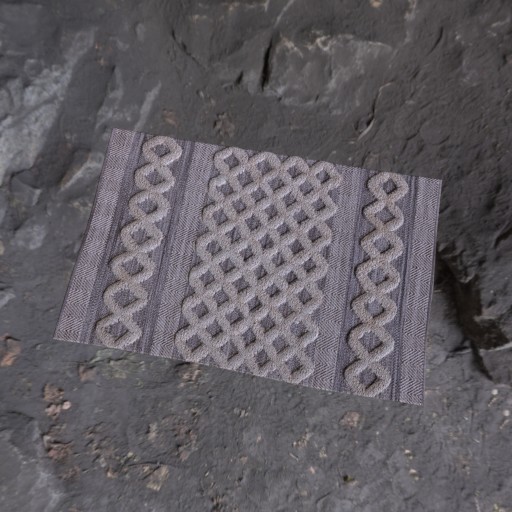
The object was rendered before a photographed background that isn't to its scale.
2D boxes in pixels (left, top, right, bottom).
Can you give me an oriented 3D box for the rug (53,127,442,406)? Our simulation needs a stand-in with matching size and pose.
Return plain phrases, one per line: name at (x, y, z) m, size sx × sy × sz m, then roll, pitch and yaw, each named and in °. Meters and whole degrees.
rug at (0.000, 0.000, 2.907) m, size 2.333 × 0.033 × 1.513 m, roll 10°, pitch 76°, yaw 2°
